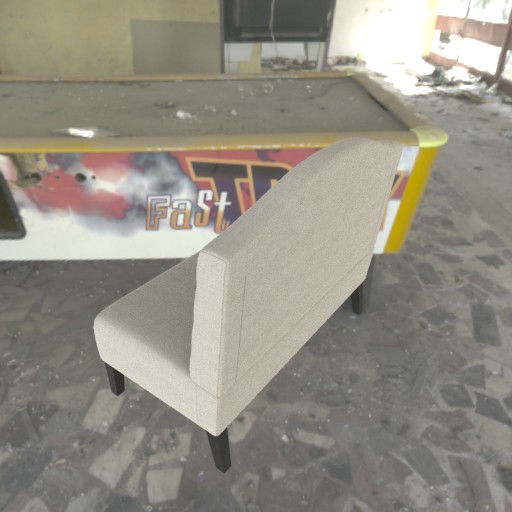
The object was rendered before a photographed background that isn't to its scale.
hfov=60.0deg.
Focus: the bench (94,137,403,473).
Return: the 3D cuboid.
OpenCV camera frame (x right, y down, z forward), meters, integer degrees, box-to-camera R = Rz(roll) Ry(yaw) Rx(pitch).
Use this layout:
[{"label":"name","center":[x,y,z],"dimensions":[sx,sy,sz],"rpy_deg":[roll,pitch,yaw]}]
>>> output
[{"label":"bench","center":[0.000,0.000,2.078],"dimensions":[0.815,1.180,1.335],"rpy_deg":[21,37,30]}]
